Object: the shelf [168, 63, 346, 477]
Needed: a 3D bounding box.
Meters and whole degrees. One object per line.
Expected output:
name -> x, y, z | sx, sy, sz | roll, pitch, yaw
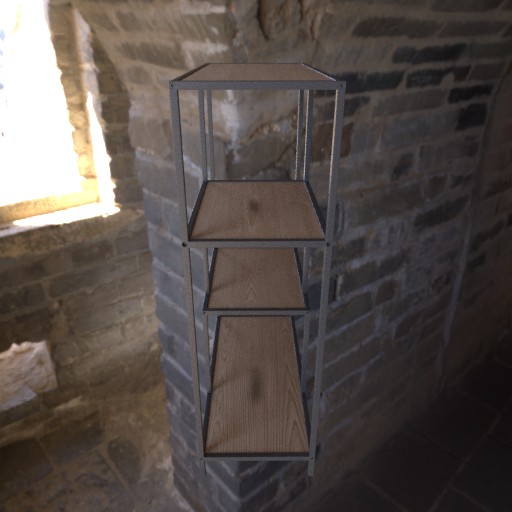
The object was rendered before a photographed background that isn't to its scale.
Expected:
shelf -> 0.000, 0.000, 1.465 | 0.350, 1.138, 0.770 | 0, 26, 0
